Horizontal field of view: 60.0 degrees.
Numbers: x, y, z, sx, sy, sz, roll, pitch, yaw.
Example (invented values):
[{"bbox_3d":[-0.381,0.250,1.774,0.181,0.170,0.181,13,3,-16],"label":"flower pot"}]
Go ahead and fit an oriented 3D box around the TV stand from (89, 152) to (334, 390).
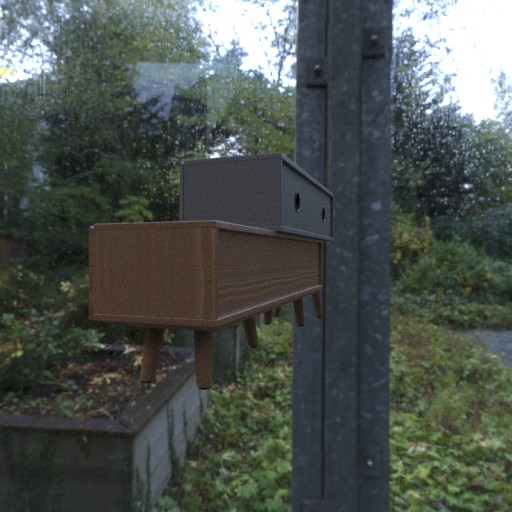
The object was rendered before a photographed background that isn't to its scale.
[{"bbox_3d":[0.000,0.000,1.555,0.329,0.591,1.336,0,0,19],"label":"TV stand"}]
